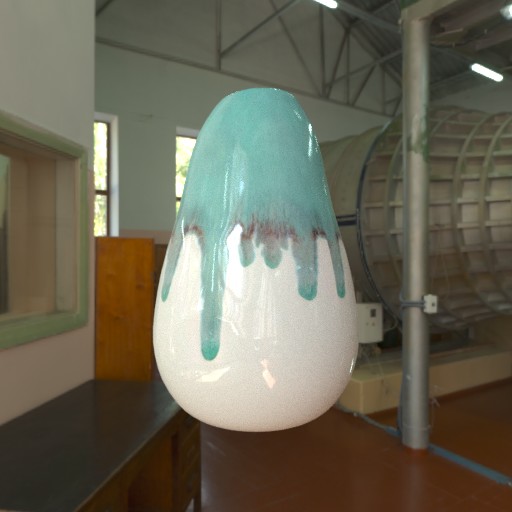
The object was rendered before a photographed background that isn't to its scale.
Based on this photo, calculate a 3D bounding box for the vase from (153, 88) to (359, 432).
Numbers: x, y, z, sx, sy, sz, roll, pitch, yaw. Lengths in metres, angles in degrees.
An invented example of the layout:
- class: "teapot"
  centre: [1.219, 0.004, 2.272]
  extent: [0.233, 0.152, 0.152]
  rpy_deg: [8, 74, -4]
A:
- class: "vase"
  centre: [0.000, 0.000, 0.257]
  extent: [0.116, 0.179, 0.116]
  rpy_deg: [0, 0, 0]
